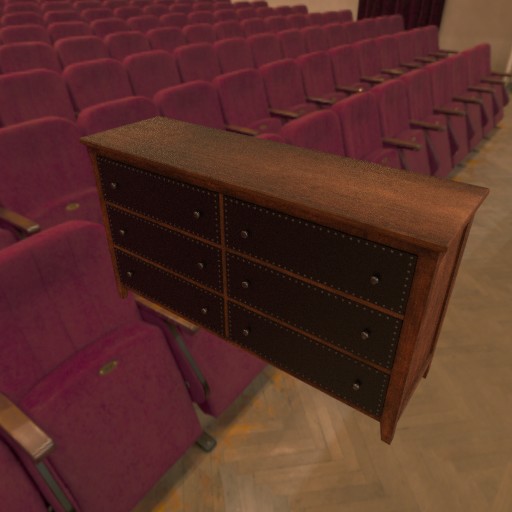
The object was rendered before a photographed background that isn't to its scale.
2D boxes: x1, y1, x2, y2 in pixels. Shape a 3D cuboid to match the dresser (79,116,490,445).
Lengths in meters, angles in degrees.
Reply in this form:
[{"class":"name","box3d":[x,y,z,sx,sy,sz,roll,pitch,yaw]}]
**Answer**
[{"class":"dresser","box3d":[0.000,0.000,1.895,1.551,0.856,0.463,21,37,30]}]
